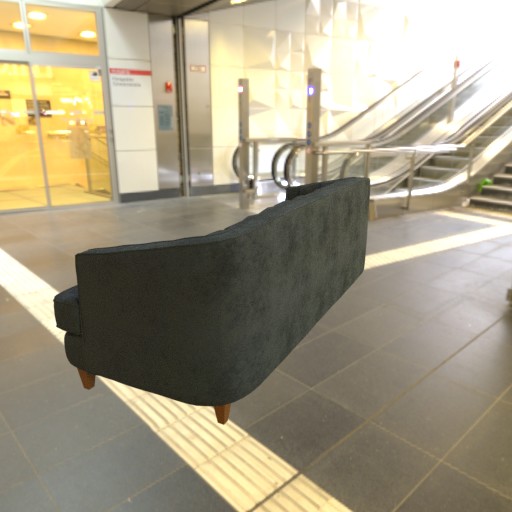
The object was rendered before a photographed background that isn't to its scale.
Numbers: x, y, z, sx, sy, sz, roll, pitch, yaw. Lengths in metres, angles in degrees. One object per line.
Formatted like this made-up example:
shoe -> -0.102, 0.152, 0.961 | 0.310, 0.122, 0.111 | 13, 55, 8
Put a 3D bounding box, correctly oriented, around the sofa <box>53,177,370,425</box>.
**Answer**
sofa -> 0.000, 0.000, 2.742 | 0.941, 0.855, 2.278 | 9, 19, 27
